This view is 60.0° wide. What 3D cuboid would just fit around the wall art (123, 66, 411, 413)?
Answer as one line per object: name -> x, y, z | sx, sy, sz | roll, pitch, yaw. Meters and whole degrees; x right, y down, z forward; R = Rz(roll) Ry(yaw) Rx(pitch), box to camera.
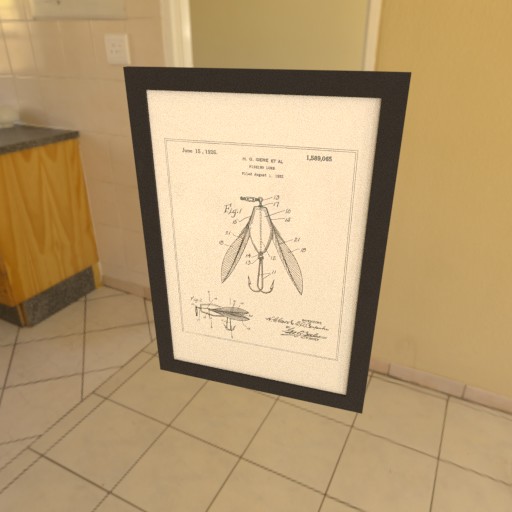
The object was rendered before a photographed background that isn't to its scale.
wall art -> 0.000, 0.000, 0.686 | 0.380, 0.534, 0.013 | 8, 27, 15
